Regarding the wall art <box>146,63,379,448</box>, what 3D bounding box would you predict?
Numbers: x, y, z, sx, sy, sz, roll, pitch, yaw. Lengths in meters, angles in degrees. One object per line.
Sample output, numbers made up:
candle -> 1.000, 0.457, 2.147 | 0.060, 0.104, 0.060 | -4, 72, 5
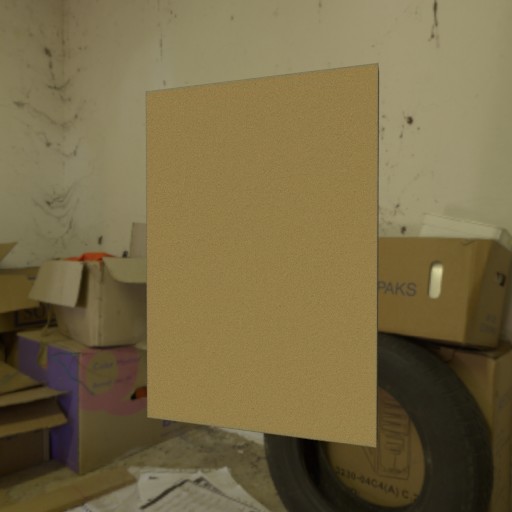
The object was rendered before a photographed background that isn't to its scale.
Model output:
wall art -> 0.000, 0.000, 0.589 | 0.313, 0.457, 0.031 | 0, 1, 18
